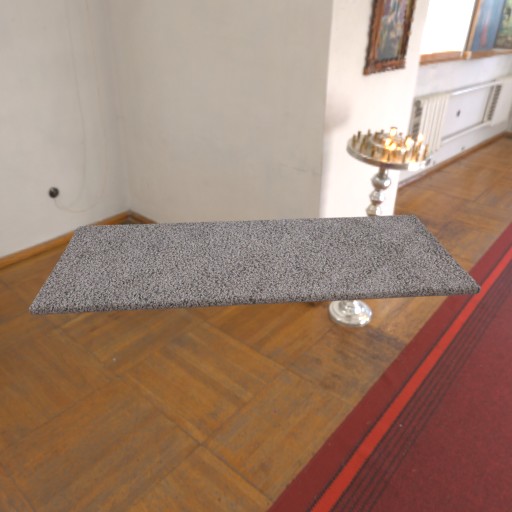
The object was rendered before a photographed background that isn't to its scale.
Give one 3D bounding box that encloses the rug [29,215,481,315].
[{"bbox_3d":[0.000,0.000,1.744,1.524,0.030,0.609,-2,30,-4],"label":"rug"}]
